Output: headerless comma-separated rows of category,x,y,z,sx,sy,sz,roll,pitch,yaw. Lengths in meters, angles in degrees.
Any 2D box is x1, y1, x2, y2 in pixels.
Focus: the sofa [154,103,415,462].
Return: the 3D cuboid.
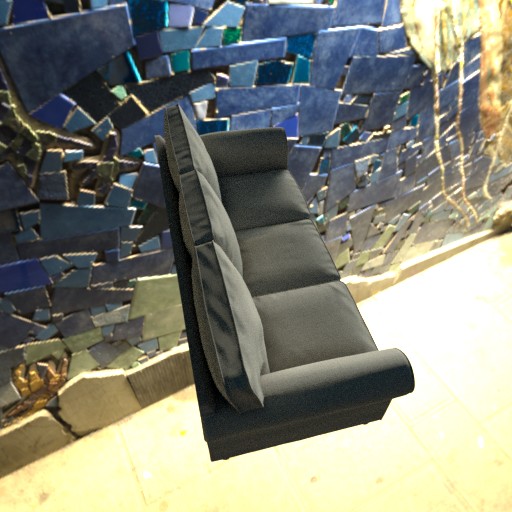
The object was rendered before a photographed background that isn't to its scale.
sofa,0.000,0.000,2.568,0.916,0.961,2.084,-10,48,-9
